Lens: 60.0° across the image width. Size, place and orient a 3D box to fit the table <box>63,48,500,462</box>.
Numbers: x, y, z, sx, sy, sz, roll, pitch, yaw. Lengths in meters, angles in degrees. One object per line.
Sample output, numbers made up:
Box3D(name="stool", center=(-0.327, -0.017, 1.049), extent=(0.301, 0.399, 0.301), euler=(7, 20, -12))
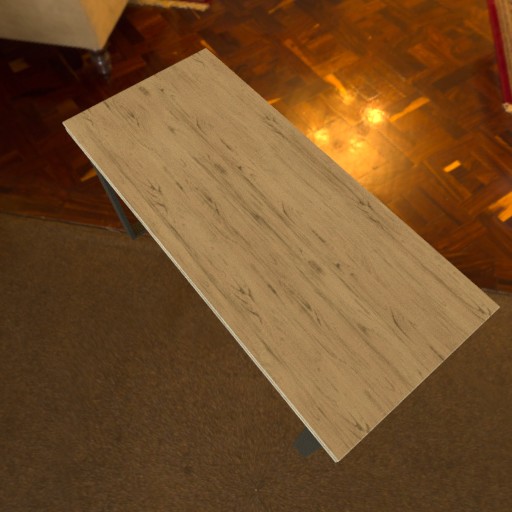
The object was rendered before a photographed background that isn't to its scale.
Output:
Box3D(name="table", center=(0.000, 0.000, 2.179), extent=(0.795, 0.899, 1.778), euler=(-36, 68, -17))
